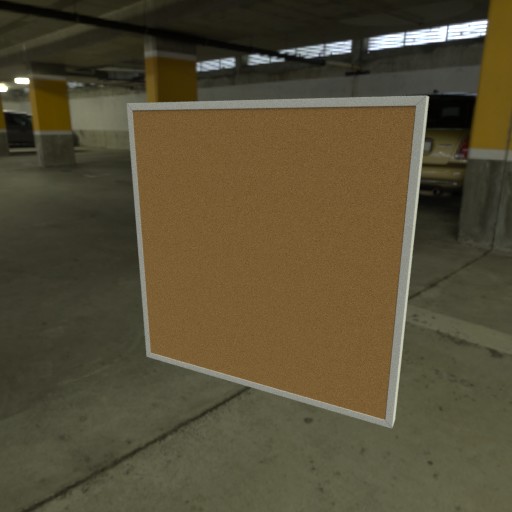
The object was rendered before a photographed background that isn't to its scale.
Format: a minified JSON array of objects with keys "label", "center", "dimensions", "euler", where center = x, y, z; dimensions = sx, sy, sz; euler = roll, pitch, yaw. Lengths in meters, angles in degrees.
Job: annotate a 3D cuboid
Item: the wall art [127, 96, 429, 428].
[{"label":"wall art","center":[0.000,0.000,1.150],"dimensions":[0.762,0.762,0.038],"euler":[8,19,26]}]
